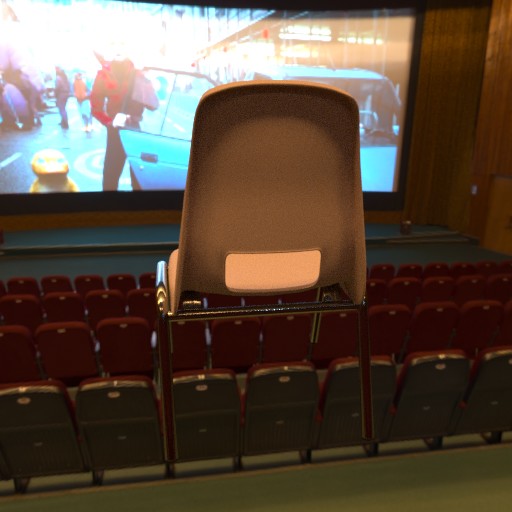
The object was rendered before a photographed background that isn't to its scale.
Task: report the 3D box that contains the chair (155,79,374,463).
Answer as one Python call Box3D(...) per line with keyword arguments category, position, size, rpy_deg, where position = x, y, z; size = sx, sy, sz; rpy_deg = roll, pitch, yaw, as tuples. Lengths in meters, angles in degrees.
Box3D(category="chair", position=(0.000, 0.000, 0.777), size=(0.354, 0.537, 0.385), rpy_deg=(-2, 15, -9))
